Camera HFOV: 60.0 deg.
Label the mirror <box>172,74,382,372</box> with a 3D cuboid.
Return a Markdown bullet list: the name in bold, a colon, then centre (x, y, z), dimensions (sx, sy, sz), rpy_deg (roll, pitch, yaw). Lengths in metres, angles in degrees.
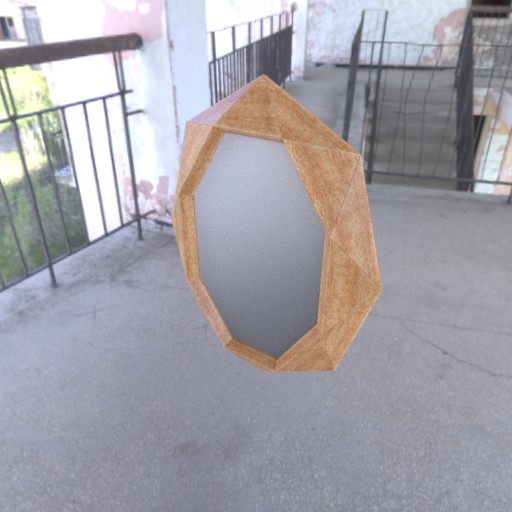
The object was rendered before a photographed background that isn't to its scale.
- **mirror**: centre (0.000, 0.000, 1.017), dimensions (0.577, 0.774, 0.070), rpy_deg (19, 36, 29)
